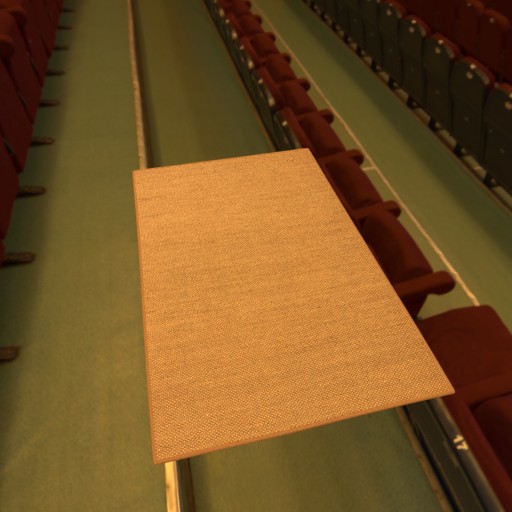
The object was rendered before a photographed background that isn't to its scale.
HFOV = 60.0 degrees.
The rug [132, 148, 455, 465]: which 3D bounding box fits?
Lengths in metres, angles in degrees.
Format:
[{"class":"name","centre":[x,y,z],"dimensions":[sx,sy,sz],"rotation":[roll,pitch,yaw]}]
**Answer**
[{"class":"rug","centre":[0.000,0.000,2.050],"dimensions":[1.061,0.012,1.668],"rotation":[-10,46,-9]}]
